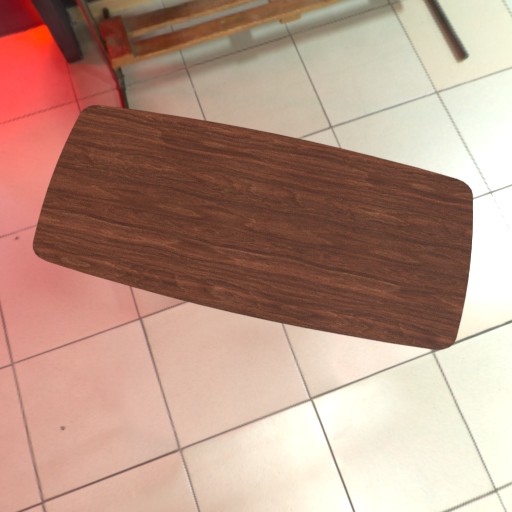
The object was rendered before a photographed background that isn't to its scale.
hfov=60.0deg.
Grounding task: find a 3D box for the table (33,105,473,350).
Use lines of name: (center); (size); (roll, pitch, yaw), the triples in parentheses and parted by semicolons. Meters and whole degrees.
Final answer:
table: (0.000, 0.000, 1.111); (0.804, 0.576, 0.361); (12, 76, 3)
